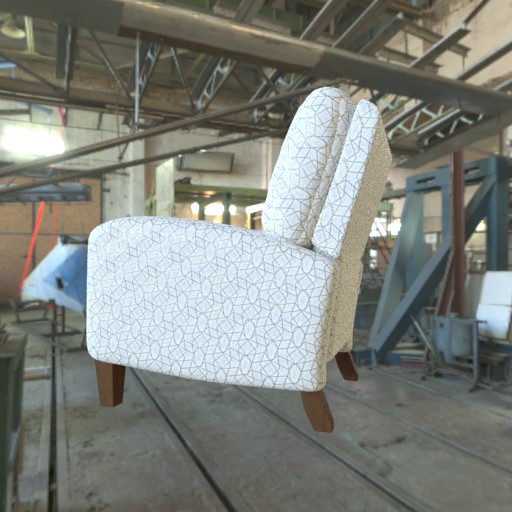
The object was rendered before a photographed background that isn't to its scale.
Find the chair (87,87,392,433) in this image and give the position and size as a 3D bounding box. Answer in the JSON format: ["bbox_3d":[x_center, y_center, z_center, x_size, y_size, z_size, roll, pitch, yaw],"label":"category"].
[{"bbox_3d":[0.000,0.000,1.748,0.995,1.064,0.796,0,0,20],"label":"chair"}]
